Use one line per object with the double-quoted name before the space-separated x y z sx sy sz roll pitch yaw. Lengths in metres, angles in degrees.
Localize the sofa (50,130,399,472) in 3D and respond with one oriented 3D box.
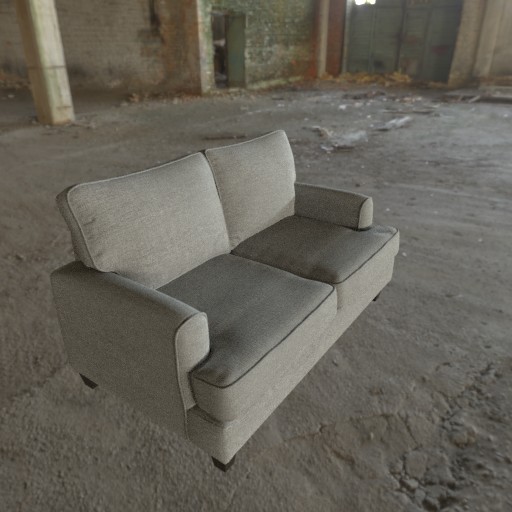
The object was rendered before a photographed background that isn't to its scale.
"sofa" 0.000 0.000 2.199 0.965 0.965 1.651 17 31 31
